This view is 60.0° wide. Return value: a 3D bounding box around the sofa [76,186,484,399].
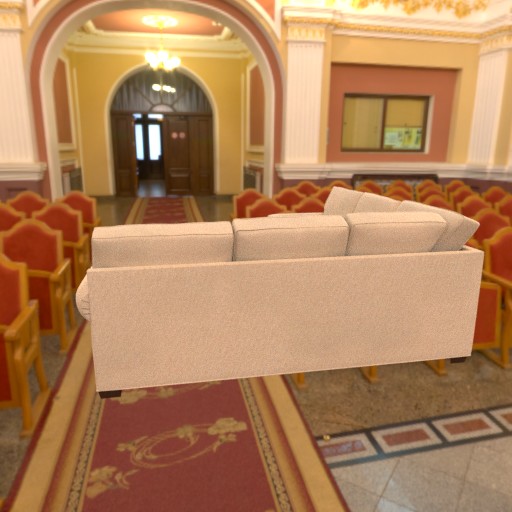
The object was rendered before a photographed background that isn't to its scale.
[{"bbox_3d":[0.000,0.000,3.890,2.569,1.054,2.487,-3,14,-11],"label":"sofa"}]
